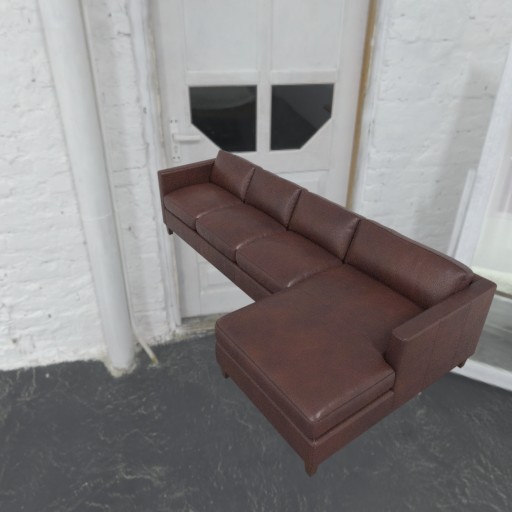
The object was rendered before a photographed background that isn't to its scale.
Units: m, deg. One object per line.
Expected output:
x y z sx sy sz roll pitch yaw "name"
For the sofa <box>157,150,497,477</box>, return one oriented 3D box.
0.000 0.000 3.738 1.581 0.883 3.203 -20 37 -30 "sofa"
